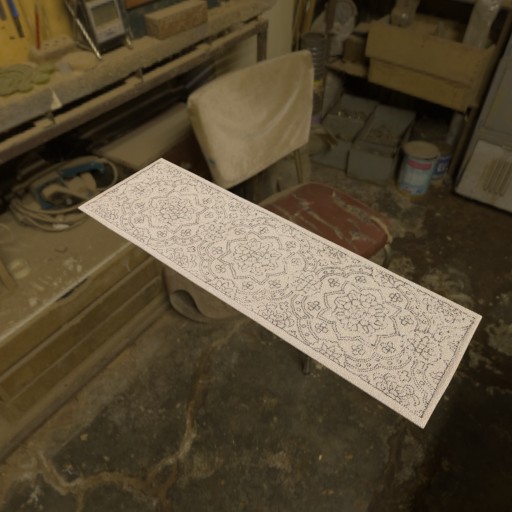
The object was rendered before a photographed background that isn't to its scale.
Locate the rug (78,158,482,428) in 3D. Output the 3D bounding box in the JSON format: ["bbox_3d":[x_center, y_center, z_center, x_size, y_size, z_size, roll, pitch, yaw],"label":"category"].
[{"bbox_3d":[0.000,0.000,2.656,2.448,0.012,0.769,29,52,26],"label":"rug"}]
